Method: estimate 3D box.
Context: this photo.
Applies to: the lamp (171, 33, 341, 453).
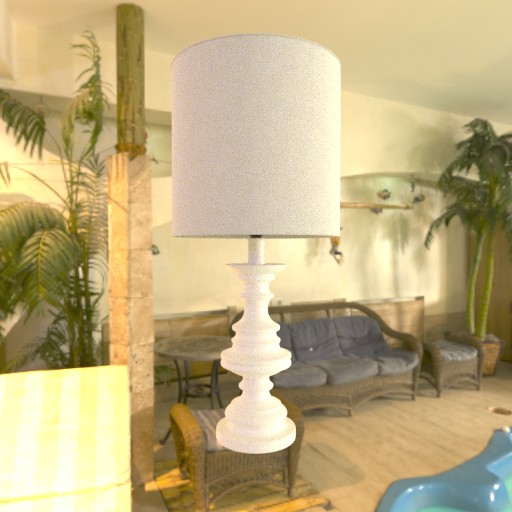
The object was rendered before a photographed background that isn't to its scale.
[{"bbox_3d":[0.000,0.000,0.557,0.208,0.455,0.208,0,1,-19],"label":"lamp"}]
